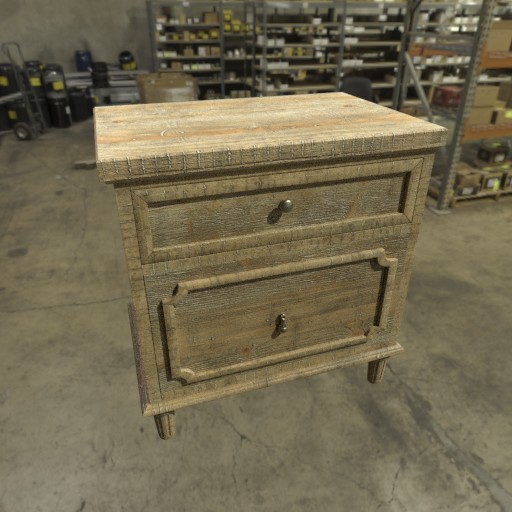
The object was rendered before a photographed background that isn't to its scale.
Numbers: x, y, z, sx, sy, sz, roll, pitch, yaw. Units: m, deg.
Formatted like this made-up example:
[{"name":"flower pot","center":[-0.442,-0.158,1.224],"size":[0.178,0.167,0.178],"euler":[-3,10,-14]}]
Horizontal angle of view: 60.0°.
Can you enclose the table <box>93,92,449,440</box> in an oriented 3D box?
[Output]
[{"name":"table","center":[0.000,0.000,1.159],"size":[0.686,0.711,0.457],"euler":[-9,31,-16]}]
